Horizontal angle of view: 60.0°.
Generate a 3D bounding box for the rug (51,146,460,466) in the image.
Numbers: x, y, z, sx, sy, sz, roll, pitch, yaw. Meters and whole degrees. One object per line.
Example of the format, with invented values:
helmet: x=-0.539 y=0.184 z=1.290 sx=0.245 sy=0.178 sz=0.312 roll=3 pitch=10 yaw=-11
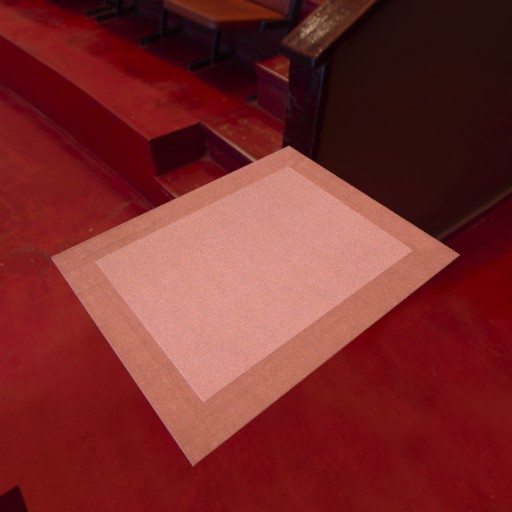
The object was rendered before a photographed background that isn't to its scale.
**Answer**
rug: x=0.000 y=0.000 z=4.225 sx=3.048 sy=0.014 sz=2.438 roll=-30 pitch=53 yaw=-26
